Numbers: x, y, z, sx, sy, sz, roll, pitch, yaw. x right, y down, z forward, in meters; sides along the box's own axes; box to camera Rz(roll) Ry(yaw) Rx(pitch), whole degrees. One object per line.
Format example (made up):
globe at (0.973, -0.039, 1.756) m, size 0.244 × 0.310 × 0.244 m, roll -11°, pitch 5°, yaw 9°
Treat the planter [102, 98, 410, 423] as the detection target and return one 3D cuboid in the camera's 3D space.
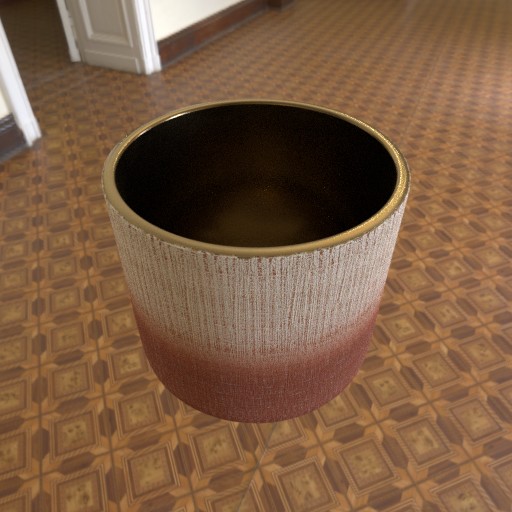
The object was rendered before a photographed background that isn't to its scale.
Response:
planter at (0.000, 0.000, 0.440) m, size 0.254 × 0.221 × 0.254 m, roll 0°, pitch 42°, yaw 0°
